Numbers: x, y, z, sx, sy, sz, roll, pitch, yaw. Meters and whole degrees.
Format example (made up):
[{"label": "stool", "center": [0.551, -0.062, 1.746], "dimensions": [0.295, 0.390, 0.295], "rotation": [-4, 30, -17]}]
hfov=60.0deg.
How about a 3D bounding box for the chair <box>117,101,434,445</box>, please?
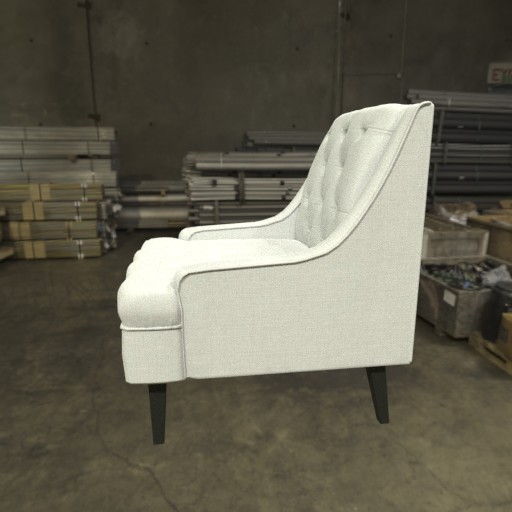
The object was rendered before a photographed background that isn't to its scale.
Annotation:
[{"label": "chair", "center": [0.000, 0.000, 1.393], "dimensions": [0.772, 0.891, 0.658], "rotation": [-2, 13, -8]}]
